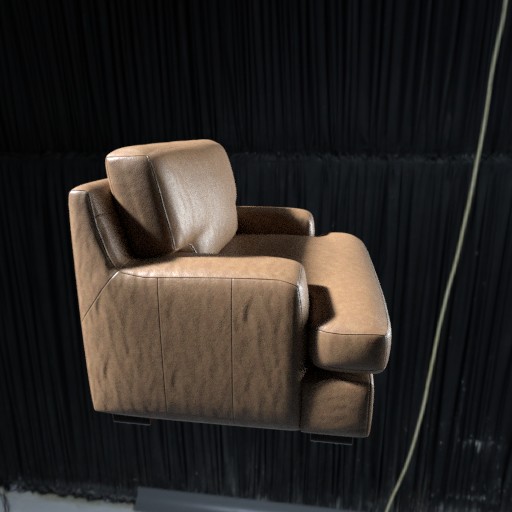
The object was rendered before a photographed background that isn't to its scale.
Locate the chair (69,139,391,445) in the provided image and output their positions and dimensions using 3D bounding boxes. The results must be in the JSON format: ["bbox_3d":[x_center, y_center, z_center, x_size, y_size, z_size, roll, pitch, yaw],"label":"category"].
[{"bbox_3d":[0.000,0.000,1.955,1.050,0.978,1.276,2,16,8],"label":"chair"}]
